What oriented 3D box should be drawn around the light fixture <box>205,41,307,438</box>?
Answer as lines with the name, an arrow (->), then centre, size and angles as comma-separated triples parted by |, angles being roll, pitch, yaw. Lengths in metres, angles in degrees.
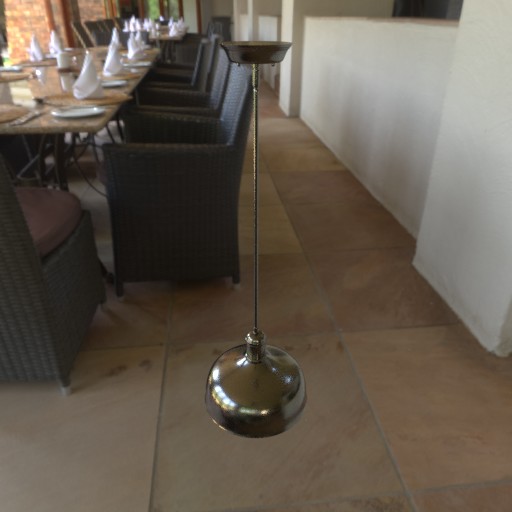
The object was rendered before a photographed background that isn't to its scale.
light fixture -> 0.000, 0.000, 1.078 | 0.299, 0.935, 0.299 | -1, 29, -3
